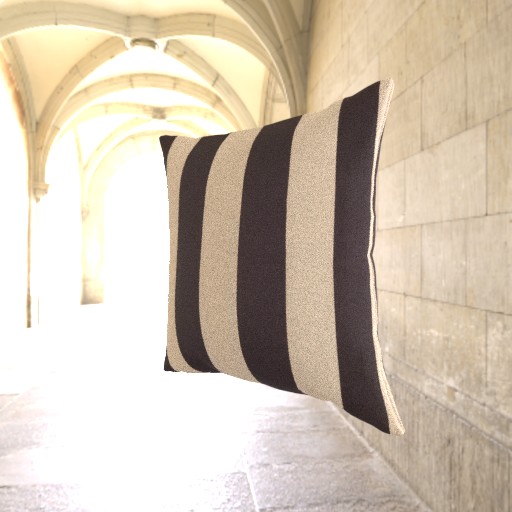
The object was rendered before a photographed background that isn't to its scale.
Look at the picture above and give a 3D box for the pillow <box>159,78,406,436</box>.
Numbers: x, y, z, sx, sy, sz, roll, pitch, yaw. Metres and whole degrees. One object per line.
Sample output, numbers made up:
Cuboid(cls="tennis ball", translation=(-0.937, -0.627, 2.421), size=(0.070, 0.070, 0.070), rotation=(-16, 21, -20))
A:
Cuboid(cls="pillow", translation=(0.000, 0.000, 0.803), size=(0.536, 0.526, 0.189), rotation=(0, 0, 37))
